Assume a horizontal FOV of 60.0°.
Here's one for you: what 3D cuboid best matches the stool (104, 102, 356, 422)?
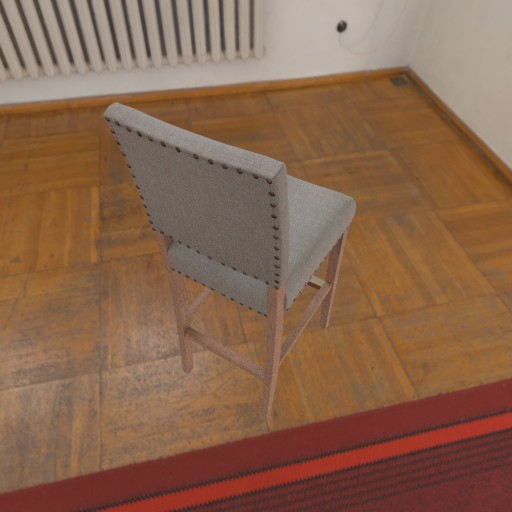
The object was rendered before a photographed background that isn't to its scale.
[{"bbox_3d":[0.000,0.000,1.477,0.445,1.203,0.585,25,52,21],"label":"stool"}]
